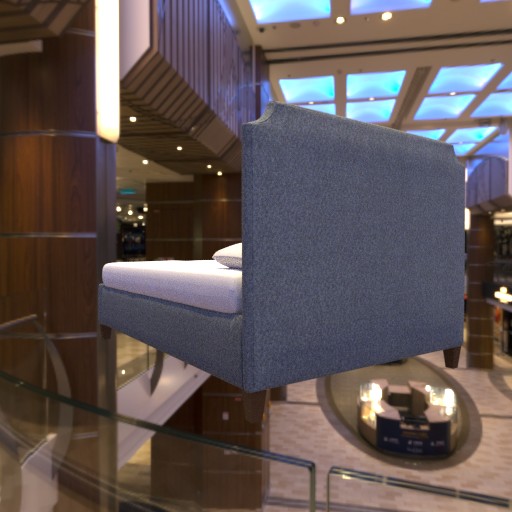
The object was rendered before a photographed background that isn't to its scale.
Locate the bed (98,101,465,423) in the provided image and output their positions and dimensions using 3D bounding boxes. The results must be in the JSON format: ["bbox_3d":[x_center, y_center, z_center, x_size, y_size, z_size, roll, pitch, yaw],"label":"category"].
[{"bbox_3d":[0.000,0.000,3.335,1.712,1.443,2.372,-1,1,-35],"label":"bed"}]
